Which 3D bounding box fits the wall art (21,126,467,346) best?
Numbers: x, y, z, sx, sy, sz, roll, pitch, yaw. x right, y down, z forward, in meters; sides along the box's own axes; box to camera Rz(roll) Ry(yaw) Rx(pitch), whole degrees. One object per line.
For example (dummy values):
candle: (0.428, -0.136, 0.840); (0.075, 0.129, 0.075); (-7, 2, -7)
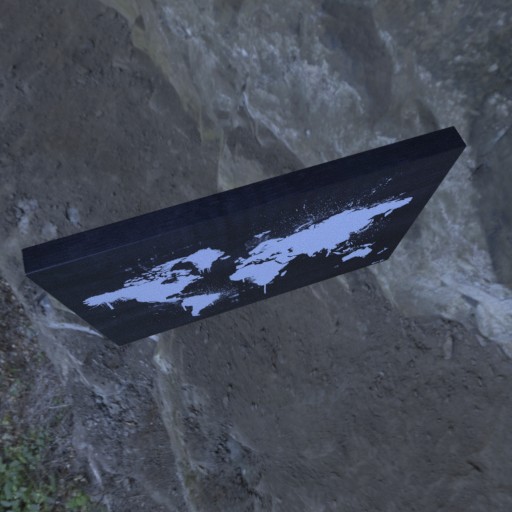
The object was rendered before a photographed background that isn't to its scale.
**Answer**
wall art: (0.000, 0.000, 0.773); (0.610, 0.409, 0.038); (-17, 67, -7)
